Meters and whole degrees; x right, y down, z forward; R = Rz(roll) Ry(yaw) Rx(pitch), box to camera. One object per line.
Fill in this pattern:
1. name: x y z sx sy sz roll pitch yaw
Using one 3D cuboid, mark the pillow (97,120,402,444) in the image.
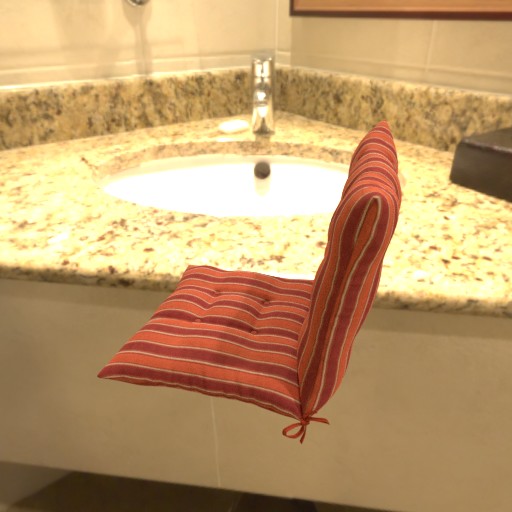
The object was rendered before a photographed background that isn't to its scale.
1. pillow: 0.000 0.000 1.009 0.585 0.536 0.541 8 31 14
